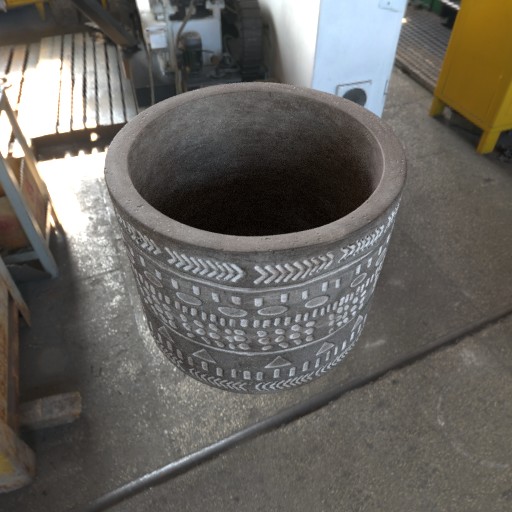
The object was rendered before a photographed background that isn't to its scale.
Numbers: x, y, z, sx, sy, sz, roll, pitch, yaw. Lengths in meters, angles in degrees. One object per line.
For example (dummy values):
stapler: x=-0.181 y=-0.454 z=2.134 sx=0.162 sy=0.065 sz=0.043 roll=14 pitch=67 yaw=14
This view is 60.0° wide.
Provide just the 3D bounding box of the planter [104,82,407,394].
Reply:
planter: x=0.000 y=0.000 z=0.226 sx=0.122 sy=0.128 sz=0.122 roll=0 pitch=46 yaw=0
